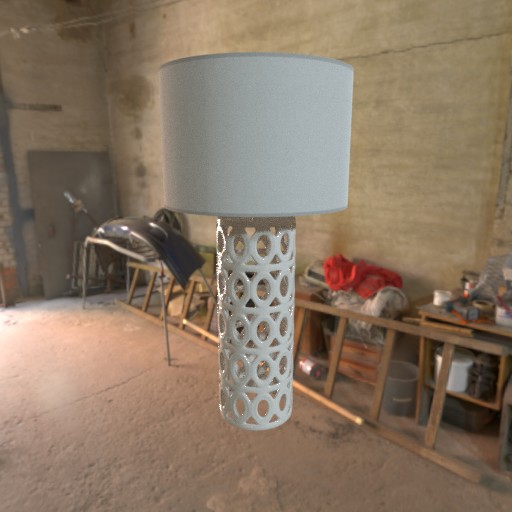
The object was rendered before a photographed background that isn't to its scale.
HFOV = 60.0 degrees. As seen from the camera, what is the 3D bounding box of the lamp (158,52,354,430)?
[{"bbox_3d":[0.000,0.000,0.824,0.325,0.636,0.324,2,13,8],"label":"lamp"}]
